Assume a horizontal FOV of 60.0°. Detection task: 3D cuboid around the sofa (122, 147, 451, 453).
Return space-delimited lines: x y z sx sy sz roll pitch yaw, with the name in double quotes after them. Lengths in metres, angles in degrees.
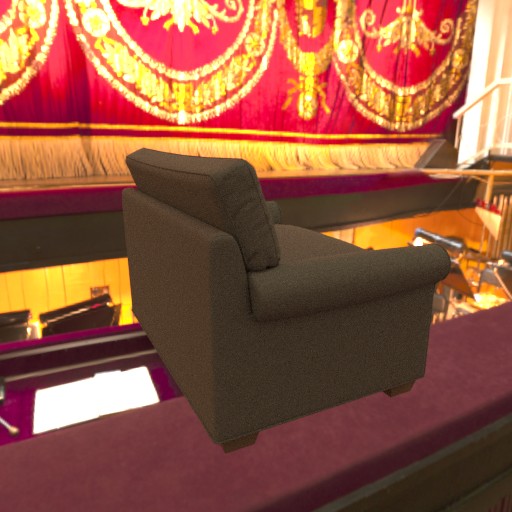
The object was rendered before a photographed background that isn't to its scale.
0.000 0.000 2.045 0.940 0.953 1.410 -8 17 -26 "sofa"
